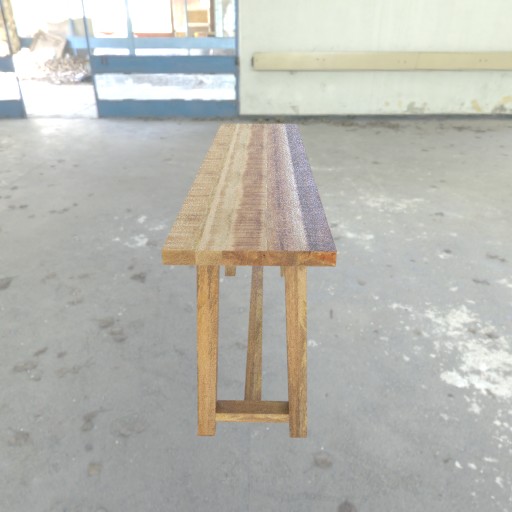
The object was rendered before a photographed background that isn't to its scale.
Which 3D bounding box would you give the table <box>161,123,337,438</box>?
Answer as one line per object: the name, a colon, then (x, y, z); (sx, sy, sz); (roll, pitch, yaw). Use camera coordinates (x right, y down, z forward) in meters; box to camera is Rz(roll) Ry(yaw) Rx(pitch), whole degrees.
table: (0.000, 0.000, 1.882); (0.405, 0.810, 1.524); (1, 27, 1)
